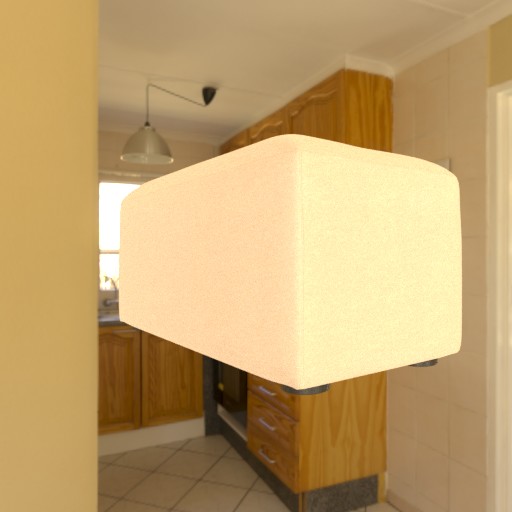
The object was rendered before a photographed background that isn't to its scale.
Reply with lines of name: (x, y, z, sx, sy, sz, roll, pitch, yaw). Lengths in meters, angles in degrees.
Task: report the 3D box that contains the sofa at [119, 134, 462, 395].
sofa: (0.000, 0.000, 1.213, 0.480, 0.470, 0.930, 0, 0, -35)
